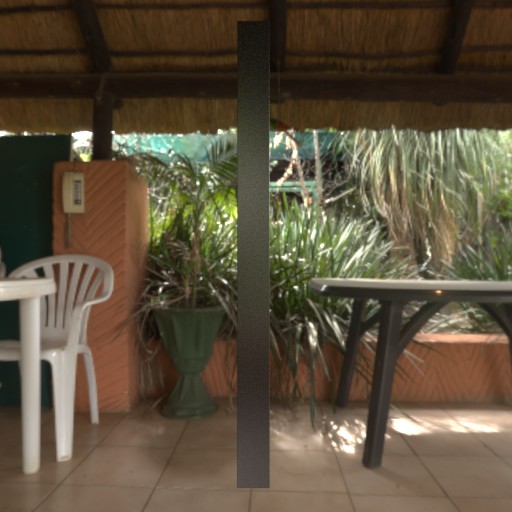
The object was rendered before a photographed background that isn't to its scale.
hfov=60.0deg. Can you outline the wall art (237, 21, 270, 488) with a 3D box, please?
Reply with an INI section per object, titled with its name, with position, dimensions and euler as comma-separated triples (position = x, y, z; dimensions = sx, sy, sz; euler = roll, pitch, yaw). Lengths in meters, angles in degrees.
[wall art]
position = 0.000, 0.000, 0.746
dimensions = 0.038, 0.551, 0.448
euler = 0, -1, 1
